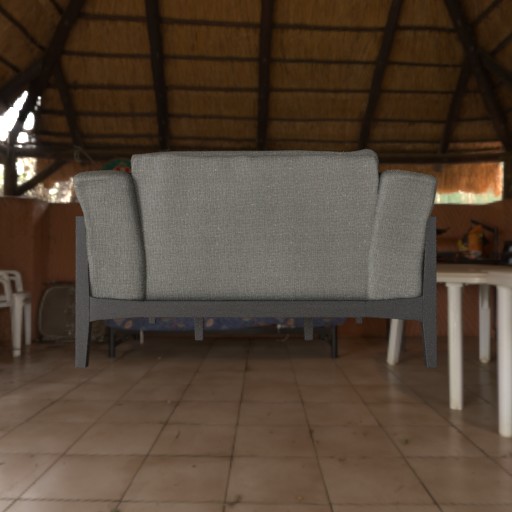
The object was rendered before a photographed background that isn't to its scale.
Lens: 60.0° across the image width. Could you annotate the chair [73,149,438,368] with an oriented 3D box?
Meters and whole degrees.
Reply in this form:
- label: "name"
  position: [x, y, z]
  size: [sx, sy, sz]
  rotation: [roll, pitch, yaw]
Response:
- label: "chair"
  position: [0.000, 0.000, 1.712]
  size: [1.056, 0.646, 0.969]
  rotation: [0, 0, 0]
